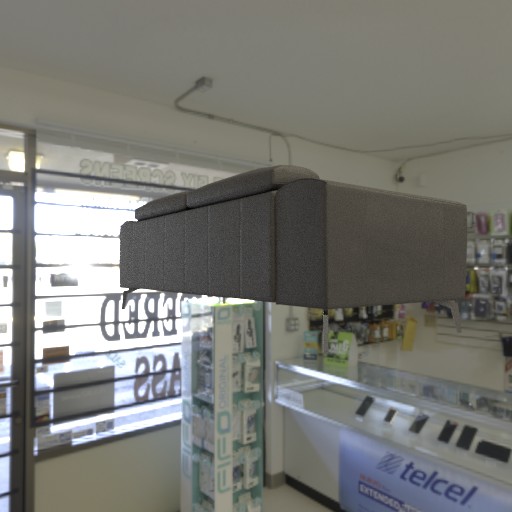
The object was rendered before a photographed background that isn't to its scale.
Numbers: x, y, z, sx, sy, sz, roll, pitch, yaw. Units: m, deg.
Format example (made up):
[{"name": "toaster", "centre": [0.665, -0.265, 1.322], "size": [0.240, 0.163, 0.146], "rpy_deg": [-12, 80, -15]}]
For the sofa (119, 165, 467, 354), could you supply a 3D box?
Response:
[{"name": "sofa", "centre": [0.000, 0.000, 2.899], "size": [1.048, 0.814, 2.330], "rpy_deg": [1, -2, -36]}]
